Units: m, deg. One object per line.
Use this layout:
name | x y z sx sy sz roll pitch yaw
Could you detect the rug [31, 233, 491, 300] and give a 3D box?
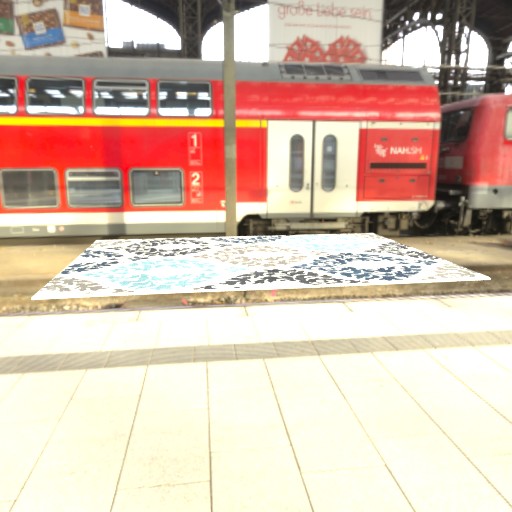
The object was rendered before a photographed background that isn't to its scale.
rug | 0.000 0.000 2.883 2.275 0.014 1.514 -2 12 -9
